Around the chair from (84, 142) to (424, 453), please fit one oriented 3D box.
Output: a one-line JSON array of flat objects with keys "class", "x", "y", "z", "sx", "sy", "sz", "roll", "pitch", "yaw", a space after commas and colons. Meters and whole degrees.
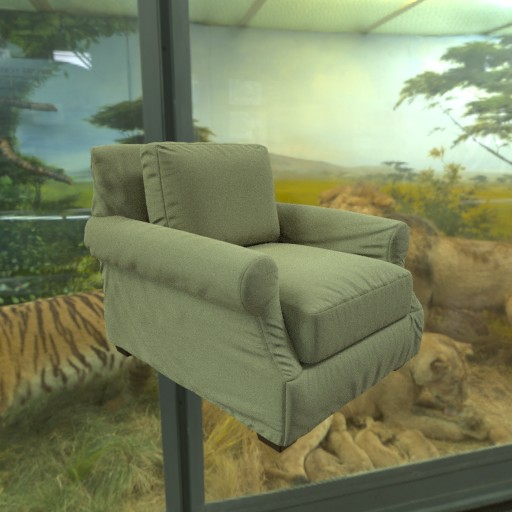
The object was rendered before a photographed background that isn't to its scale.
[{"class": "chair", "x": 0.000, "y": 0.000, "z": 1.723, "sx": 1.066, "sy": 0.866, "sz": 0.940, "roll": 13, "pitch": 19, "yaw": 43}]
